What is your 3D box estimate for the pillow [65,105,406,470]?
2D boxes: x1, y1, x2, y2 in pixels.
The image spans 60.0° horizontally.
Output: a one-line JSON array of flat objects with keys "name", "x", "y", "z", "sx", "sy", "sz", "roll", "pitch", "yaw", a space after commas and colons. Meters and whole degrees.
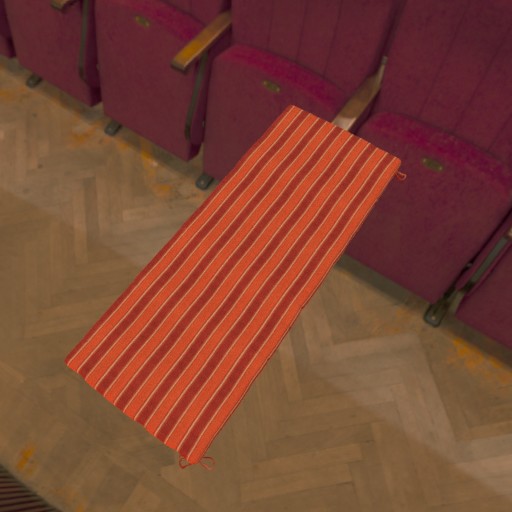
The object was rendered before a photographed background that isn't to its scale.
[{"name": "pillow", "x": 0.000, "y": 0.000, "z": 1.369, "sx": 0.492, "sy": 0.081, "sz": 1.187, "roll": 32, "pitch": 68, "yaw": 15}]
